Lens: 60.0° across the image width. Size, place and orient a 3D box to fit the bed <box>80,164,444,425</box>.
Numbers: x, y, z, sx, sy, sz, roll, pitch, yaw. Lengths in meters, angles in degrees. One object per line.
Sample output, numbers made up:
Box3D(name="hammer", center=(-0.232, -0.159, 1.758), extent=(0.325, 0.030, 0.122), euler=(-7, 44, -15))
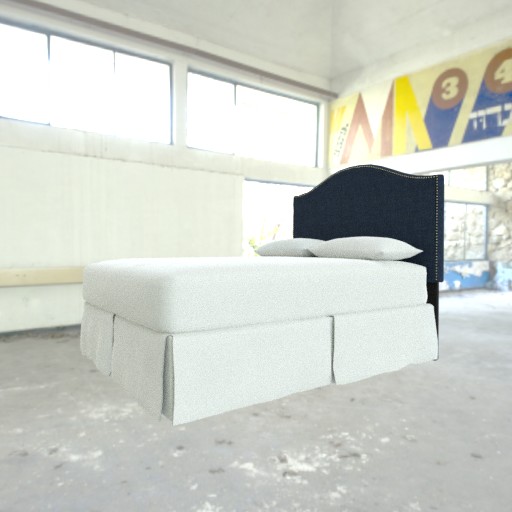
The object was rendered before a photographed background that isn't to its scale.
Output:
Box3D(name="bed", center=(0.000, 0.000, 3.238), extent=(2.153, 1.518, 1.725), euler=(-1, 1, -34))
